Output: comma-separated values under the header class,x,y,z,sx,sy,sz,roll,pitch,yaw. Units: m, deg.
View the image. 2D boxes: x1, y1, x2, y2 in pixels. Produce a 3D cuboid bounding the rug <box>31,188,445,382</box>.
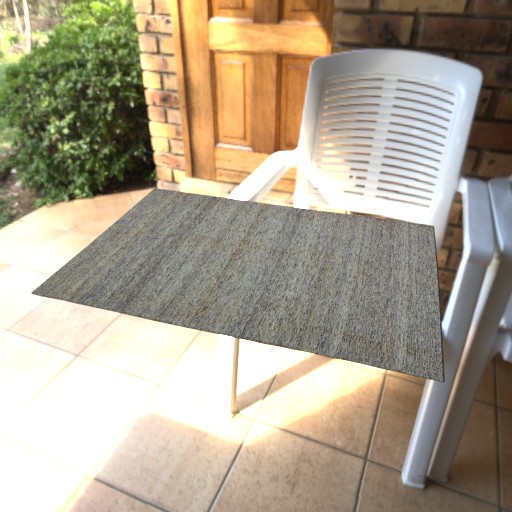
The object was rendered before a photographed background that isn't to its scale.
class,x,y,z,sx,sy,sz,roll,pitch,yaw
rug,0.000,0.000,2.362,1.846,0.014,1.243,9,34,14
